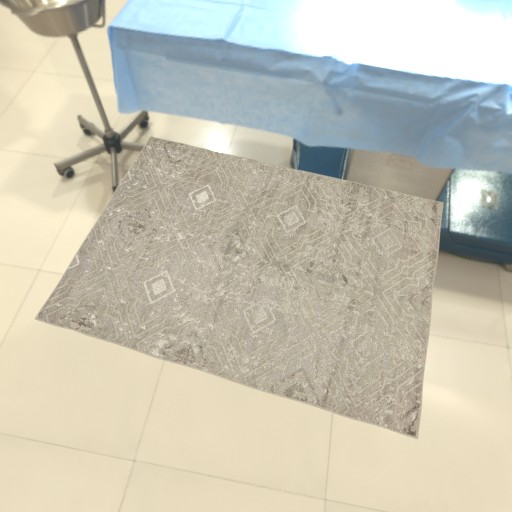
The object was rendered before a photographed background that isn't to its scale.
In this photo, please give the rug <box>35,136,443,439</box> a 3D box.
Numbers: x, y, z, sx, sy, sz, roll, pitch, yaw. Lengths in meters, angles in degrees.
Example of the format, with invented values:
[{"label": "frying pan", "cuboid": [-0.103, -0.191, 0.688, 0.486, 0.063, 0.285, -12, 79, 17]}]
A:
[{"label": "rug", "cuboid": [0.000, 0.000, 4.281, 3.359, 0.020, 2.448, 15, 59, 9]}]
